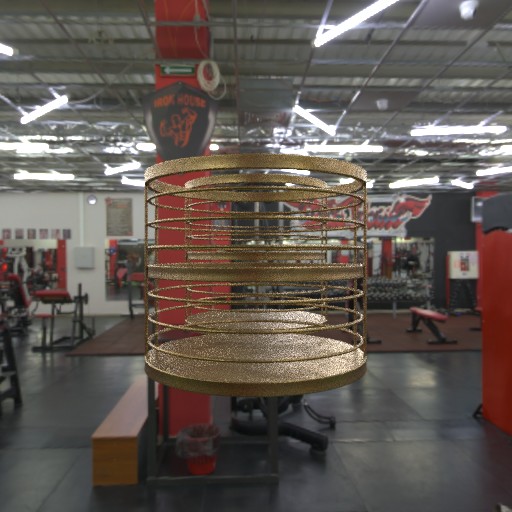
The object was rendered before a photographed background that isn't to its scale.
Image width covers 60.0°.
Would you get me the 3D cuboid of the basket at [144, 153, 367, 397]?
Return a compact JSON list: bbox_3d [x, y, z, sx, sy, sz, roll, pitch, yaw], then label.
[{"bbox_3d":[0.000,0.000,0.925,0.356,0.351,0.746,0,0,0],"label":"basket"}]
